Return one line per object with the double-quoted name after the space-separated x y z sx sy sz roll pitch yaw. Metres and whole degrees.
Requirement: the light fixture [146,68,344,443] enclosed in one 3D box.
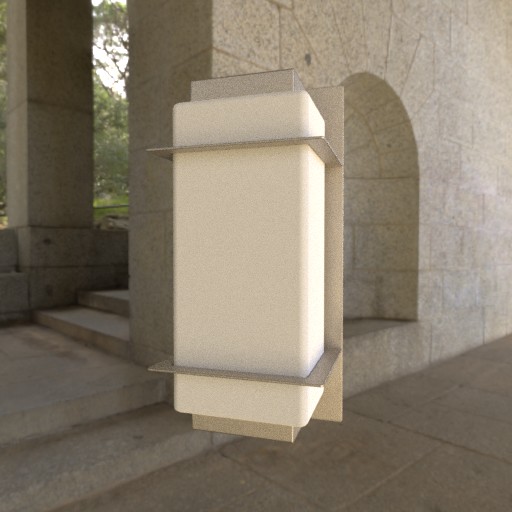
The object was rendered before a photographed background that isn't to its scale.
0.000 0.000 0.469 0.168 0.380 0.160 0 1 18 "light fixture"
